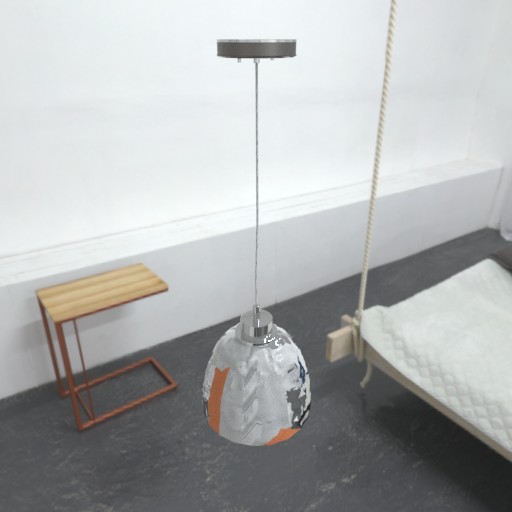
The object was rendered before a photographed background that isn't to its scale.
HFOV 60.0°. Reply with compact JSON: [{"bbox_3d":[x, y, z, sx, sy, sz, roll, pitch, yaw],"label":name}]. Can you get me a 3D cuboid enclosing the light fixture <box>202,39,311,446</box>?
[{"bbox_3d":[0.000,0.000,1.721,0.500,1.511,0.496,18,31,32],"label":"light fixture"}]
